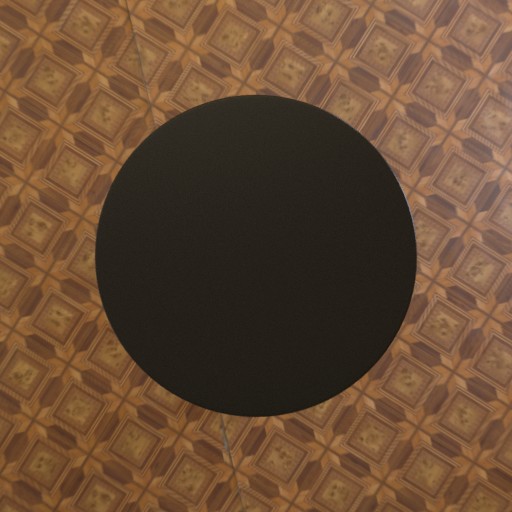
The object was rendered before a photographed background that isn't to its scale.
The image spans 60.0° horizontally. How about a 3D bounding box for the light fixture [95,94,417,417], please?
[{"bbox_3d":[0.000,0.000,0.432,0.283,0.097,0.283,0,90,1],"label":"light fixture"}]
